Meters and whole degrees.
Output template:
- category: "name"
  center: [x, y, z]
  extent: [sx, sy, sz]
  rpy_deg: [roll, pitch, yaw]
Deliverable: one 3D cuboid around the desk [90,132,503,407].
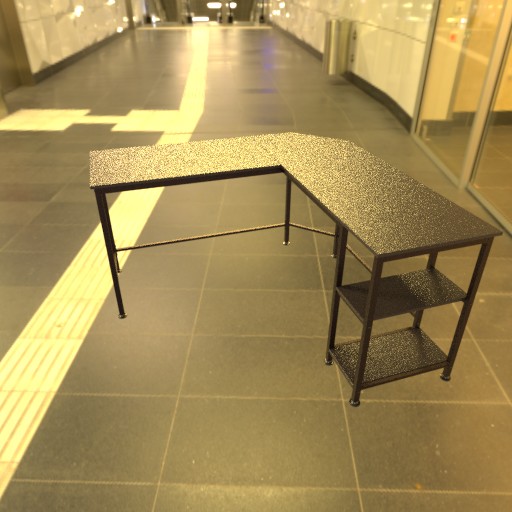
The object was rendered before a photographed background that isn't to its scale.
- category: "desk"
  center: [0.000, 0.000, 2.127]
  extent: [1.379, 0.739, 1.379]
  rpy_deg: [-10, 33, -15]
